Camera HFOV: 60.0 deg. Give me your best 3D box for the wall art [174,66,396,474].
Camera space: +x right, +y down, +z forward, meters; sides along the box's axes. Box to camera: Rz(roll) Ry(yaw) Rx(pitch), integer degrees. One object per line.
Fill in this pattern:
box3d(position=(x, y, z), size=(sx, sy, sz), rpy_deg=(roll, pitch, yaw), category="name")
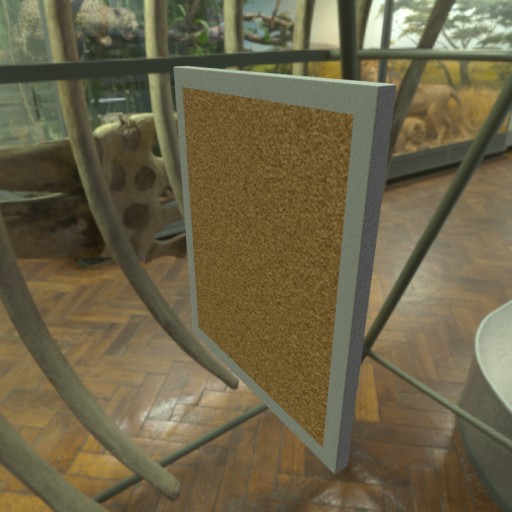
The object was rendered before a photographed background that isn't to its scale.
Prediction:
box3d(position=(0.000, 0.000, 0.728), size=(0.028, 0.556, 0.454), rpy_deg=(-17, 31, -32), category="wall art")
